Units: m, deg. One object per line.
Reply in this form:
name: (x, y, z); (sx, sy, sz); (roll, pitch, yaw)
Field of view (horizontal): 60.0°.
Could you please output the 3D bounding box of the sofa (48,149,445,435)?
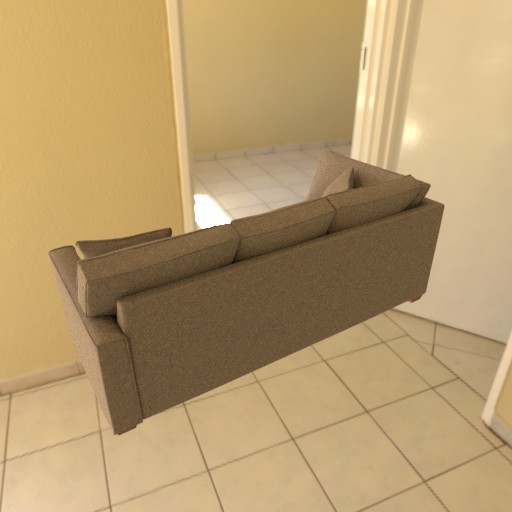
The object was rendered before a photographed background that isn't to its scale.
sofa: (0.000, 0.000, 2.882); (2.317, 0.962, 1.061); (-17, 33, -28)
